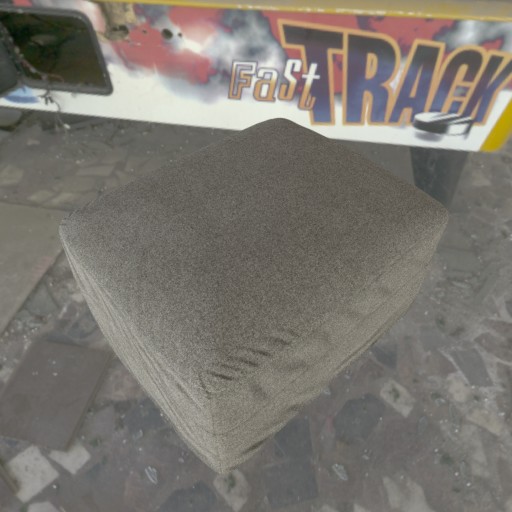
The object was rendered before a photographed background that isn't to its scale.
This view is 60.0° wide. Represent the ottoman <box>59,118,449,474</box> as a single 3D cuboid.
[{"bbox_3d":[0.000,0.000,1.235,0.837,0.481,0.683,-33,55,-27],"label":"ottoman"}]
